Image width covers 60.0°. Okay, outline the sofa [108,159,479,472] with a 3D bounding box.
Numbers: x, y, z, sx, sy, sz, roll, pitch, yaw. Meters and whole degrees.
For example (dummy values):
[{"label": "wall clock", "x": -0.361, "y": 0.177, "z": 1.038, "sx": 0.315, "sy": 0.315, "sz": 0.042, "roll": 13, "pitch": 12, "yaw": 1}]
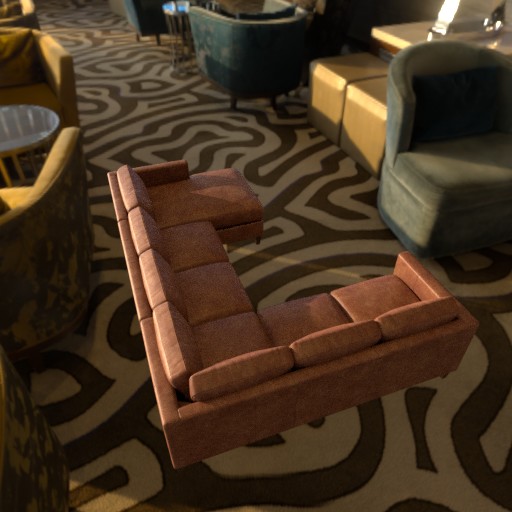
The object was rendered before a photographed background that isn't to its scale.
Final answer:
[{"label": "sofa", "x": 0.000, "y": 0.000, "z": 4.443, "sx": 2.452, "sy": 0.888, "sz": 3.324, "roll": -13, "pitch": 42, "yaw": -15}]
